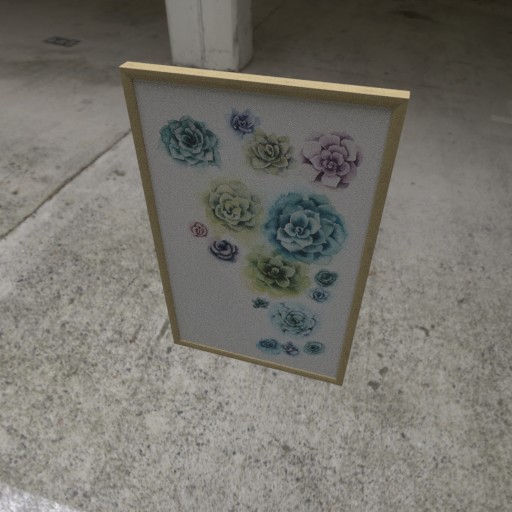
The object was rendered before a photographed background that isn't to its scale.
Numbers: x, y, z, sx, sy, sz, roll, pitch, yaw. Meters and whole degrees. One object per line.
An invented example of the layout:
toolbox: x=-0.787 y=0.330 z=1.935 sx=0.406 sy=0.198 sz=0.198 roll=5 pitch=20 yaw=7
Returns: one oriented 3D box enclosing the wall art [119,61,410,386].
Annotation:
wall art: x=0.000 y=0.000 z=1.024 sx=0.510 sy=0.810 sz=0.039 roll=11 pitch=42 yaw=13
